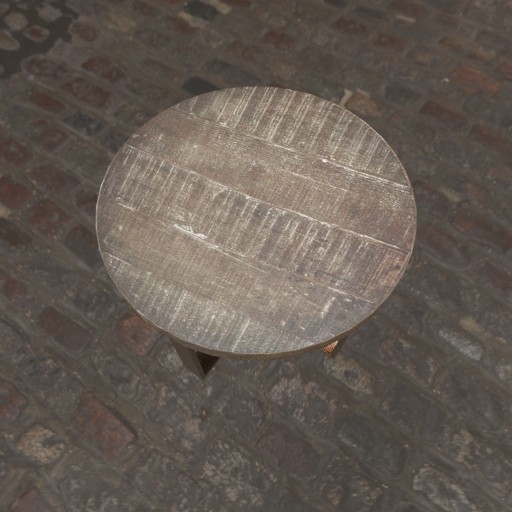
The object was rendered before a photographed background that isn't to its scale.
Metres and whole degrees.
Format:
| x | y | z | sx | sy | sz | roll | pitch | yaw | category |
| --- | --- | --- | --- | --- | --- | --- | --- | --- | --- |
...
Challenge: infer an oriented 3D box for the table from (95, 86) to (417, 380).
| x | y | z | sx | sy | sz | roll | pitch | yaw | category |
| --- | --- | --- | --- | --- | --- | --- | --- | --- | --- |
| 0.000 | 0.000 | 0.972 | 0.557 | 0.437 | 0.557 | 0 | 62 | 0 | table |
